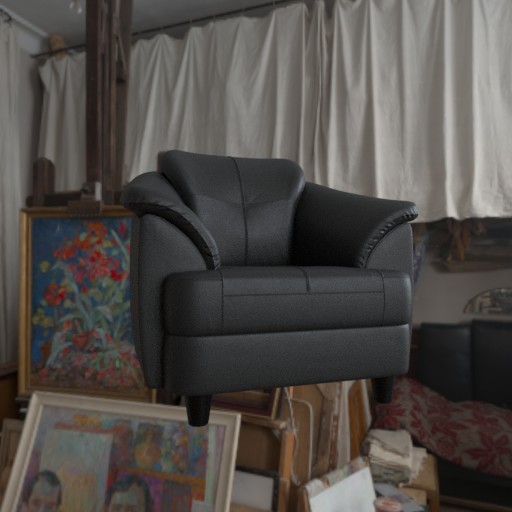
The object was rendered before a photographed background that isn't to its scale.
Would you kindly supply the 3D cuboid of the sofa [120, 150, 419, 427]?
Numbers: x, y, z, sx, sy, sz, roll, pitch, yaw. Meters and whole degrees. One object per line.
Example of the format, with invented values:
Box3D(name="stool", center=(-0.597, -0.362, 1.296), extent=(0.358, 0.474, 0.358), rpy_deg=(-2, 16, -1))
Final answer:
Box3D(name="sofa", center=(0.000, 0.000, 1.457), extent=(0.870, 0.811, 0.794), rpy_deg=(0, -1, -19))
